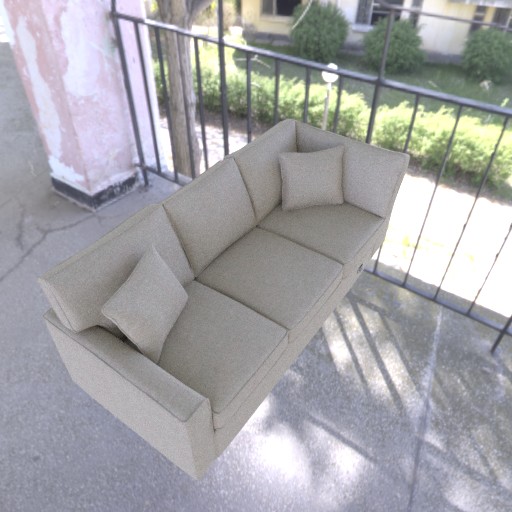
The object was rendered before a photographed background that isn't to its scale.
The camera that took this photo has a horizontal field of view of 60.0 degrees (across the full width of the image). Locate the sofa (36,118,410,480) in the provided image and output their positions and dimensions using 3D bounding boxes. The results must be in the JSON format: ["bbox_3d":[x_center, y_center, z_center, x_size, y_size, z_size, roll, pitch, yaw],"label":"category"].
[{"bbox_3d":[0.000,0.000,2.823,1.061,0.962,2.317,25,47,26],"label":"sofa"}]
